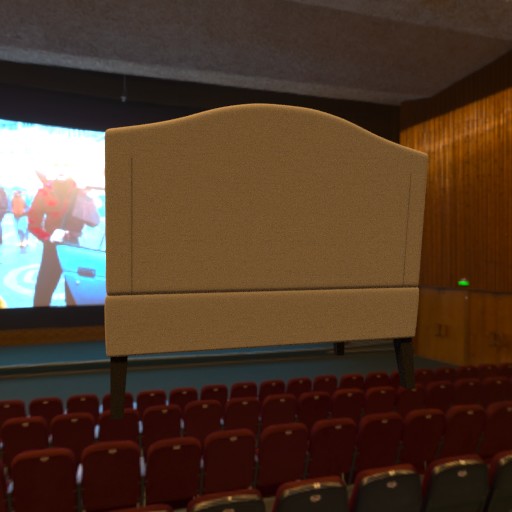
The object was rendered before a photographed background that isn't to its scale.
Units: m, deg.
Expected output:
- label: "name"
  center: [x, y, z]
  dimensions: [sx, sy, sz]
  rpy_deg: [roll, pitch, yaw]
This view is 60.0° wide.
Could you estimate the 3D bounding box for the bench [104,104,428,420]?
- label: "bench"
  center: [0.000, 0.000, 2.091]
  dimensions: [1.335, 1.180, 0.815]
  rpy_deg: [0, 1, -17]
